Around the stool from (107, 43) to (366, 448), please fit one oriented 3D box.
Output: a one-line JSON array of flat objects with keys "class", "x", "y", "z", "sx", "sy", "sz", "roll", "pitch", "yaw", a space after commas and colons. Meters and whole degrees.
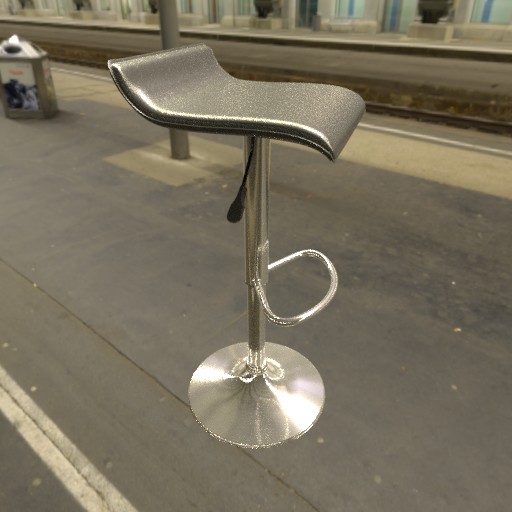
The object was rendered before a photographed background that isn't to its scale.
[{"class": "stool", "x": 0.000, "y": 0.000, "z": 1.017, "sx": 0.381, "sy": 0.851, "sz": 0.381, "roll": 10, "pitch": 32, "yaw": 17}]
